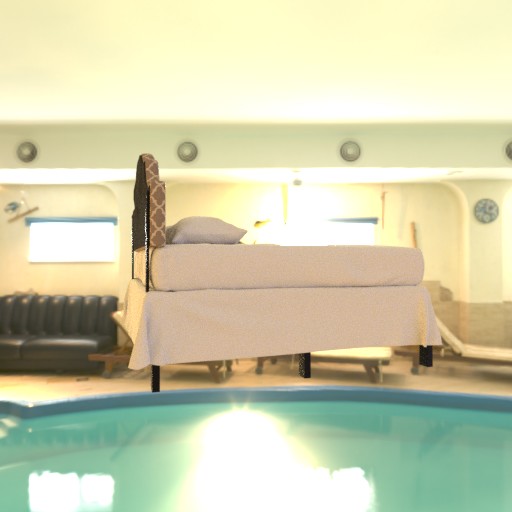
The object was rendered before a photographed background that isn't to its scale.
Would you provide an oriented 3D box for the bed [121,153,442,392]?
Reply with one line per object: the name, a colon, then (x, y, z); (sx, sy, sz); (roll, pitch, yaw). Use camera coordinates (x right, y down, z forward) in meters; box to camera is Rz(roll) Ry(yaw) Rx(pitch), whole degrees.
bed: (0.000, 0.000, 3.862); (2.222, 1.601, 2.314); (0, 0, -18)
